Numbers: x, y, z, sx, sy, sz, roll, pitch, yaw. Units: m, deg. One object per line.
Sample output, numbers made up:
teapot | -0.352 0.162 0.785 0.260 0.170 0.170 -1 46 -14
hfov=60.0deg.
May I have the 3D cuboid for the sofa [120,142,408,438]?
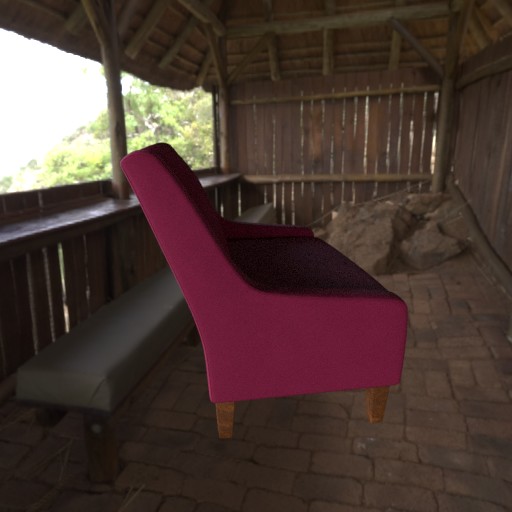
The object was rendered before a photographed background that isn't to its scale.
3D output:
sofa | 0.000 0.000 1.984 0.946 0.976 1.242 -2 16 -8
